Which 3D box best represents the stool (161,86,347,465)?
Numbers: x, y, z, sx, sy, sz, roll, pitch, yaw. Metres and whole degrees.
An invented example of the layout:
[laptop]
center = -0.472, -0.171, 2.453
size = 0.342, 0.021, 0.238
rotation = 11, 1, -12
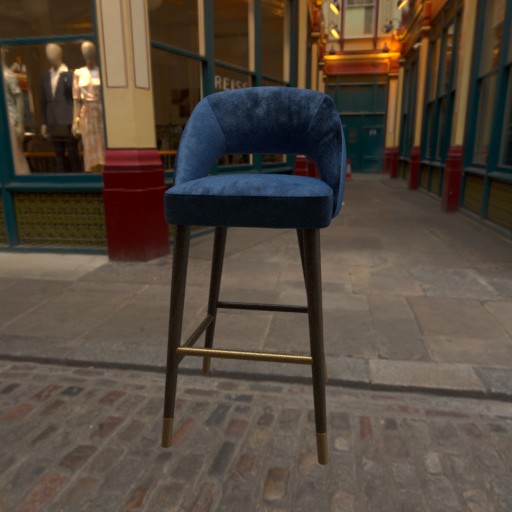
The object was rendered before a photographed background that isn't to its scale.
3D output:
[stool]
center = 0.000, 0.000, 1.342
size = 0.514, 1.016, 0.515
rotation = 2, 15, 9
